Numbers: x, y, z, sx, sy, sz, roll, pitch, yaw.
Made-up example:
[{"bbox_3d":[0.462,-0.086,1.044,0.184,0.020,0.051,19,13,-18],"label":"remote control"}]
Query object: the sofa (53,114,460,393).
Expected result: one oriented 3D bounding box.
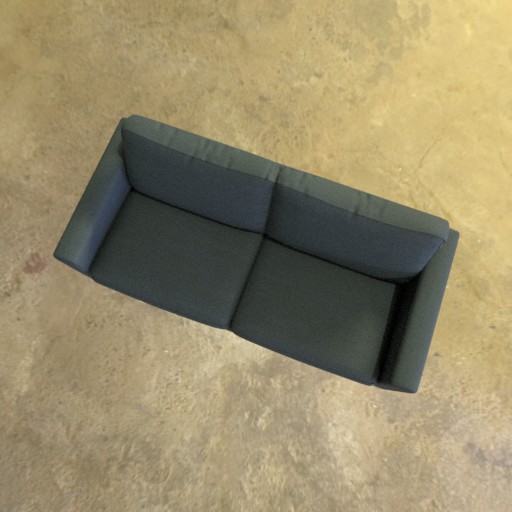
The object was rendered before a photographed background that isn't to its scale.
[{"bbox_3d":[0.000,0.000,2.387,1.900,0.865,0.877,20,76,5],"label":"sofa"}]
